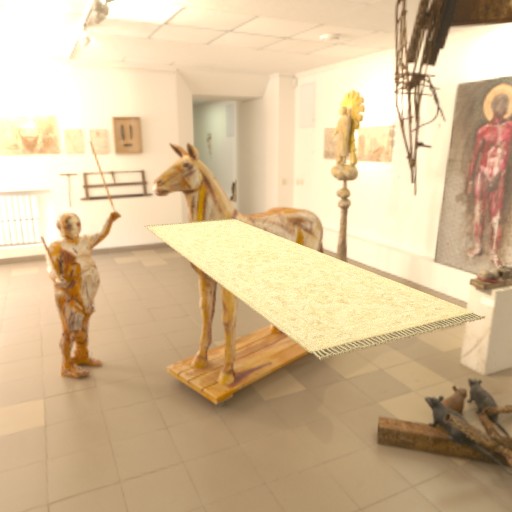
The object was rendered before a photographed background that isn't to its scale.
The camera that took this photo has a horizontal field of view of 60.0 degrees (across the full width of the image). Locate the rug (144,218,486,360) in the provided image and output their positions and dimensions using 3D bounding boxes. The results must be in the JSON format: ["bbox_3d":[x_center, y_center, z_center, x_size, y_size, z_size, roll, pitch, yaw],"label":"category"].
[{"bbox_3d":[0.000,0.000,2.706,0.795,0.015,2.544,-7,16,-25],"label":"rug"}]
